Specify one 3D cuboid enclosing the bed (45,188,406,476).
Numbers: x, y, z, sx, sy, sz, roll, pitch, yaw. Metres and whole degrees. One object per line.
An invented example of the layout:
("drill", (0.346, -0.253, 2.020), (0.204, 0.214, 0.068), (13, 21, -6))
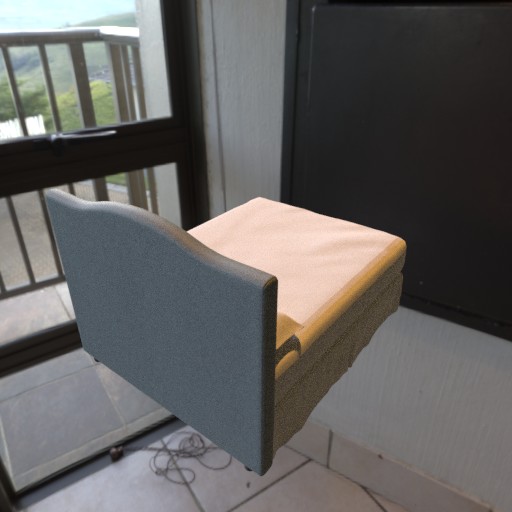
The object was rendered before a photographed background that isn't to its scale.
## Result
("bed", (0.000, 0.000, 3.367), (1.753, 1.460, 2.143), (21, 36, 32))
